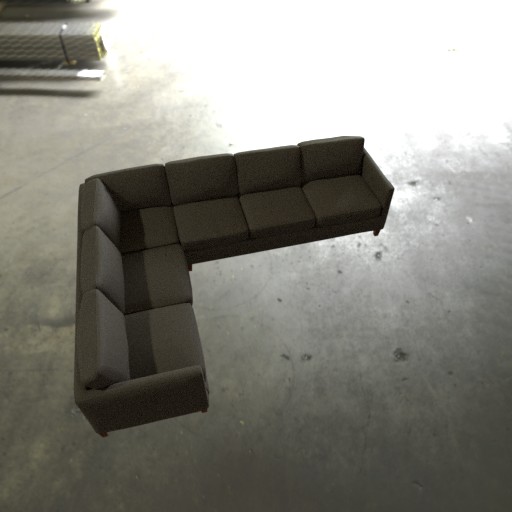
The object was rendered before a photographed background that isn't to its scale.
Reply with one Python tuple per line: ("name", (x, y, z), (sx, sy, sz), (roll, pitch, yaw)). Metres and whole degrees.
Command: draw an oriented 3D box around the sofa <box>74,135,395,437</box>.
("sofa", (0.000, 0.000, 4.378), (3.302, 0.947, 2.593), (-11, 48, -10))
